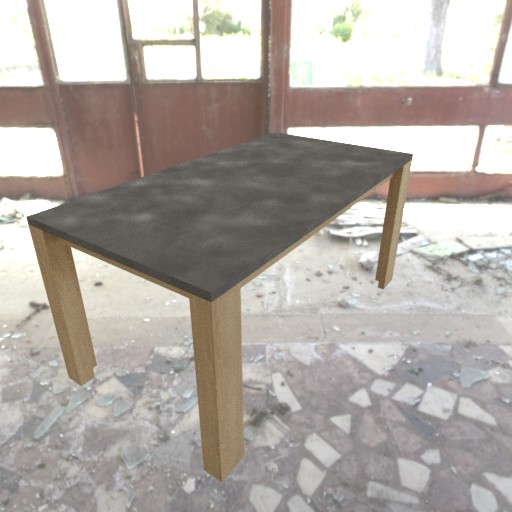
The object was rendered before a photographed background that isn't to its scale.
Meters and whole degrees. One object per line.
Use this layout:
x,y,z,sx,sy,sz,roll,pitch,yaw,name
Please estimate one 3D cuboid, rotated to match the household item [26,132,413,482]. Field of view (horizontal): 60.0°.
0.000,0.000,2.096,0.850,0.755,1.600,19,33,31,household item
